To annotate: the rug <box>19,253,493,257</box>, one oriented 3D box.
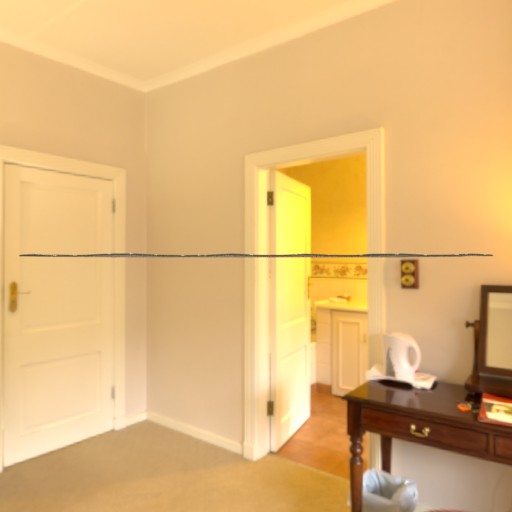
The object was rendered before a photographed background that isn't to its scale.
[{"bbox_3d":[0.000,0.000,3.046,2.448,0.017,1.529,0,0,0],"label":"rug"}]
